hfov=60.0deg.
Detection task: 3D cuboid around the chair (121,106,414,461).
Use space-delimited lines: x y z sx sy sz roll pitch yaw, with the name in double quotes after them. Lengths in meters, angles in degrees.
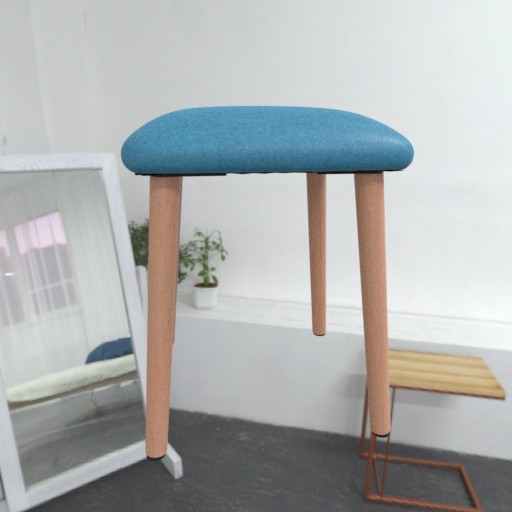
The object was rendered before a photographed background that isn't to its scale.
0.000 0.000 0.704 0.360 0.450 0.360 -2 17 -8 "chair"
